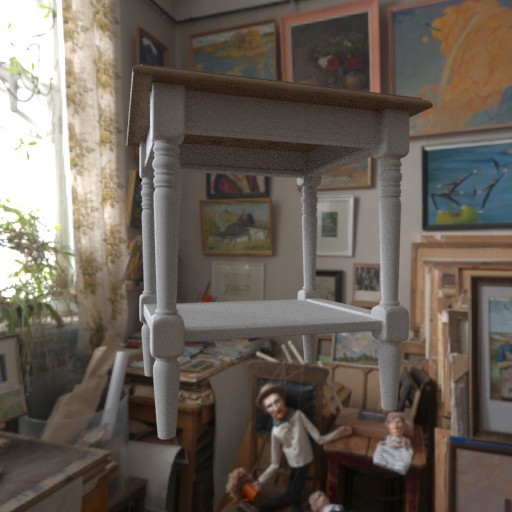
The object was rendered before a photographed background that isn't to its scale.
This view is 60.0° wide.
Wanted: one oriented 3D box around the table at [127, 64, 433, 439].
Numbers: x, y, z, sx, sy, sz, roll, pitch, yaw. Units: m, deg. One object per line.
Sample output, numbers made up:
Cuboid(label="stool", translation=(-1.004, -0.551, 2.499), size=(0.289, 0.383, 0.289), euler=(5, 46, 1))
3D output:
Cuboid(label="table", translation=(0.000, 0.000, 0.923), size=(0.508, 0.561, 0.457), euler=(0, 0, -17))
